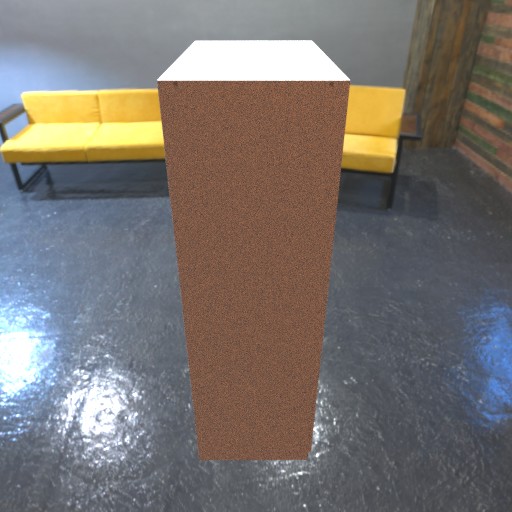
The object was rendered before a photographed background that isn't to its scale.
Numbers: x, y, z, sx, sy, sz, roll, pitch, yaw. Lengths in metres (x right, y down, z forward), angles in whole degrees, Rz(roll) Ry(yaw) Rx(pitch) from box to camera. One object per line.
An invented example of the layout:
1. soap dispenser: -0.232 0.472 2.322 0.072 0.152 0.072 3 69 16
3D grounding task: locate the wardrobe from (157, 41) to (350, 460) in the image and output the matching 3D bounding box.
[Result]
1. wardrobe: 0.000 0.000 2.176 0.577 1.808 0.991 0 32 0
